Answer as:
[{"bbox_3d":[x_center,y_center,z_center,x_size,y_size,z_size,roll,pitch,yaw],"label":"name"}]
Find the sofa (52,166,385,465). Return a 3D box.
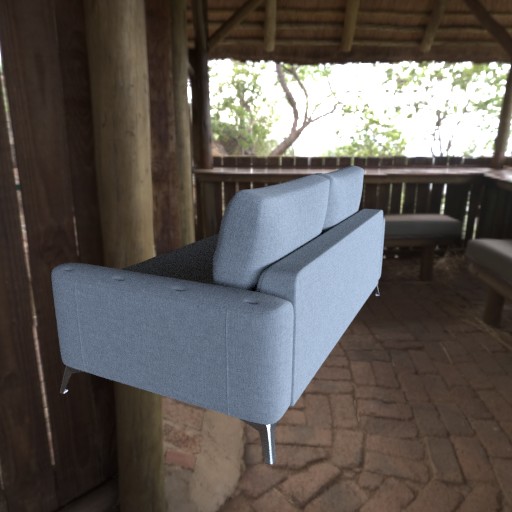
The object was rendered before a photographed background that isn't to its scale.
[{"bbox_3d":[0.000,0.000,2.109,0.920,0.790,1.650,7,17,25],"label":"sofa"}]
